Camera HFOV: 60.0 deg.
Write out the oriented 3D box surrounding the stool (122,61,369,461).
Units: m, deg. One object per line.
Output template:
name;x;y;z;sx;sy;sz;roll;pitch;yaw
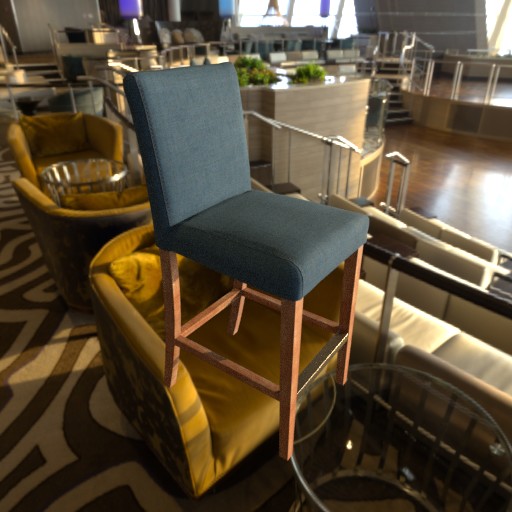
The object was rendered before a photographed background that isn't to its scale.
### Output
stool;0.000;0.000;1.409;0.574;1.088;0.454;19;33;31
